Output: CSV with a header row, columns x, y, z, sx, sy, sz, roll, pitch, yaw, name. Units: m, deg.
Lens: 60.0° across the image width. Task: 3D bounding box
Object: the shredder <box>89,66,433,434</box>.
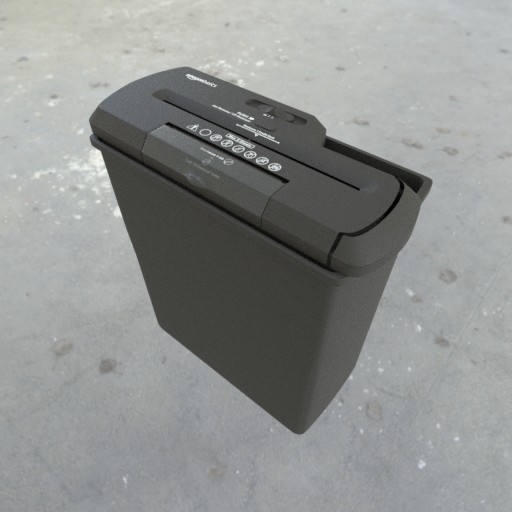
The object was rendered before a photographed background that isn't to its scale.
x,y,z,sx,sy,sz,roll,pitch,yaw,name
0.000,0.000,0.502,0.320,0.335,0.170,31,54,26,shredder
